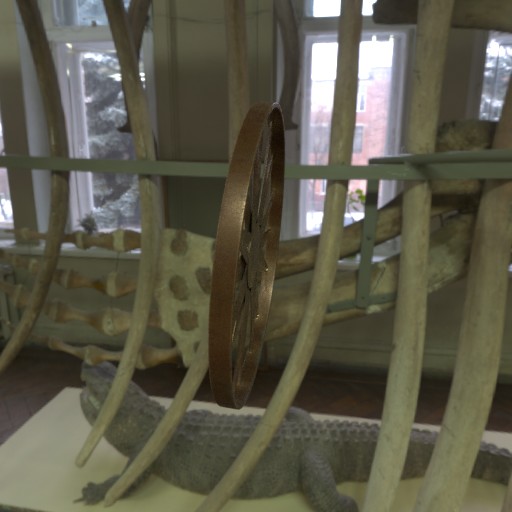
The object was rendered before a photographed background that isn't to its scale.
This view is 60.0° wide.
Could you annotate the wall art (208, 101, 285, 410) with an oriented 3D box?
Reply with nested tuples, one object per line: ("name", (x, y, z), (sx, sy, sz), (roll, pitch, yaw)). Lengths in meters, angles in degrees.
("wall art", (0.000, 0.000, 0.884), (0.084, 0.583, 0.582), (2, 14, 9))
